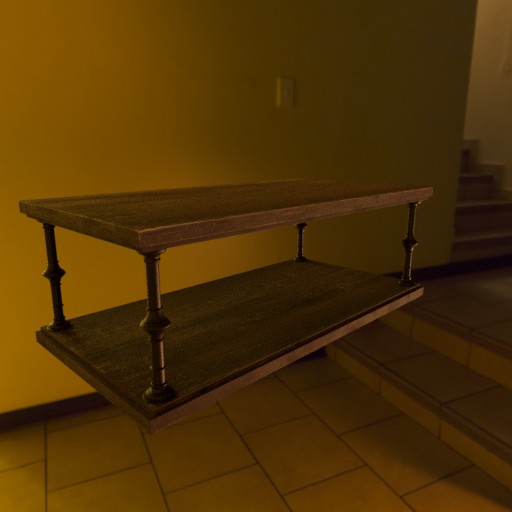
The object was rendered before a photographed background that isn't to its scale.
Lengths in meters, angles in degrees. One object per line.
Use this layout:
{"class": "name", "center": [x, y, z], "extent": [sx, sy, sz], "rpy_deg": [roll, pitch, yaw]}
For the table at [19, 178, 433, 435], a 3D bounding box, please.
{"class": "table", "center": [0.000, 0.000, 1.312], "extent": [0.554, 0.373, 1.088], "rpy_deg": [13, 19, 43]}
